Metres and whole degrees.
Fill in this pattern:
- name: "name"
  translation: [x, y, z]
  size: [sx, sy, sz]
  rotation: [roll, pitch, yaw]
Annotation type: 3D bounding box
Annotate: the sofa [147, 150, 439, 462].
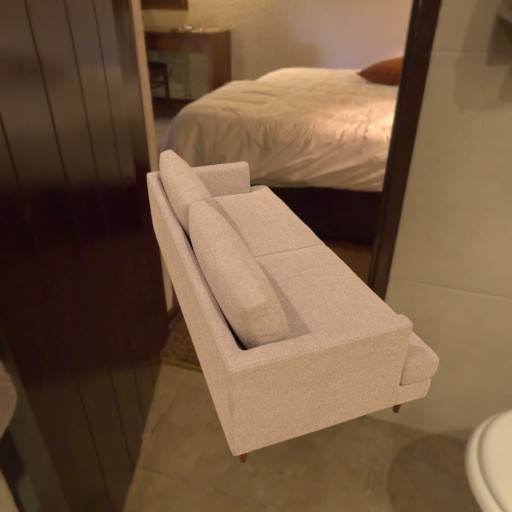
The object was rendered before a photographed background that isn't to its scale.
- name: "sofa"
  translation: [0.000, 0.000, 2.791]
  size: [1.020, 0.868, 2.250]
  rotation: [-10, 32, -17]
